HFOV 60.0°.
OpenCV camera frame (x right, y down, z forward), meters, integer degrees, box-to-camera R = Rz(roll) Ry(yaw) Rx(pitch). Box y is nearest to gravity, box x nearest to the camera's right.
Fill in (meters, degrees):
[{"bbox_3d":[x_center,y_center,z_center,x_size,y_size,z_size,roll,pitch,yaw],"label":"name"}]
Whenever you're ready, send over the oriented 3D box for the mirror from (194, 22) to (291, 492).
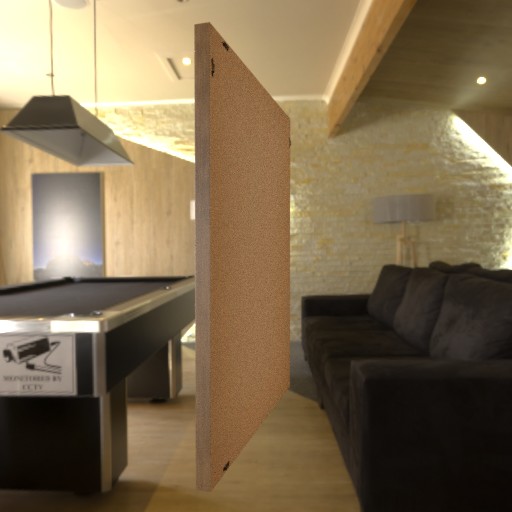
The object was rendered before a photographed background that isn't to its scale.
[{"bbox_3d":[0.000,0.000,1.325,0.041,1.016,0.762,0,1,17],"label":"mirror"}]
